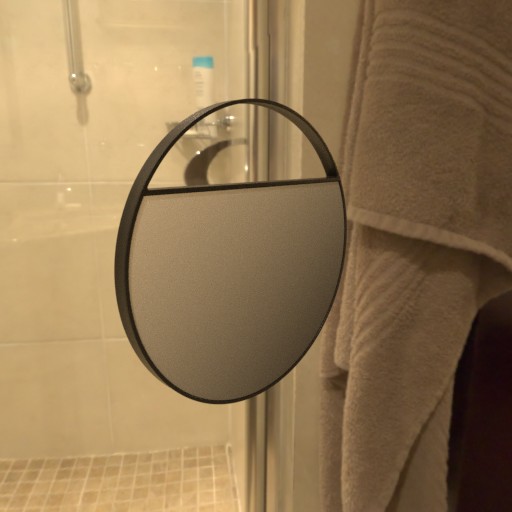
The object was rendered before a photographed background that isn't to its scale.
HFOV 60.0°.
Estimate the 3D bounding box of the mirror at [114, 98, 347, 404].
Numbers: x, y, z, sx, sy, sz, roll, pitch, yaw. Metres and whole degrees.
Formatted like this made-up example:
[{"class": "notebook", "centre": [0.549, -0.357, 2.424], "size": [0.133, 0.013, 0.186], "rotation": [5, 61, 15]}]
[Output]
[{"class": "mirror", "centre": [0.000, 0.000, 0.844], "size": [0.032, 0.565, 0.565], "rotation": [13, 18, 43]}]
